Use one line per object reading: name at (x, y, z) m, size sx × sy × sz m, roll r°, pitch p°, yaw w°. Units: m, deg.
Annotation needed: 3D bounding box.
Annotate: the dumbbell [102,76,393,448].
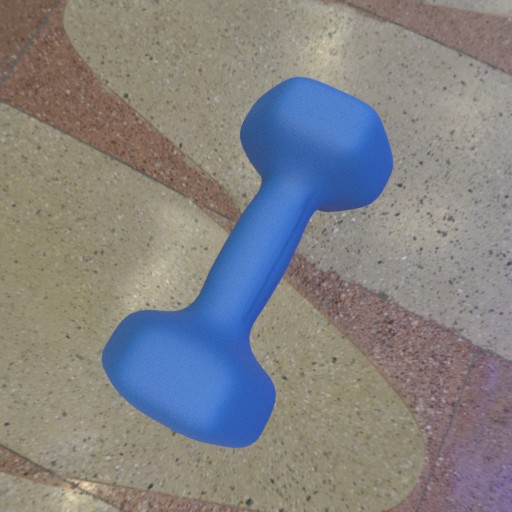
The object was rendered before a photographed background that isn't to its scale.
dumbbell at (0.000, 0.000, 0.269) m, size 0.103 × 0.093 × 0.212 m, roll 28°, pitch 77°, yaw 7°
